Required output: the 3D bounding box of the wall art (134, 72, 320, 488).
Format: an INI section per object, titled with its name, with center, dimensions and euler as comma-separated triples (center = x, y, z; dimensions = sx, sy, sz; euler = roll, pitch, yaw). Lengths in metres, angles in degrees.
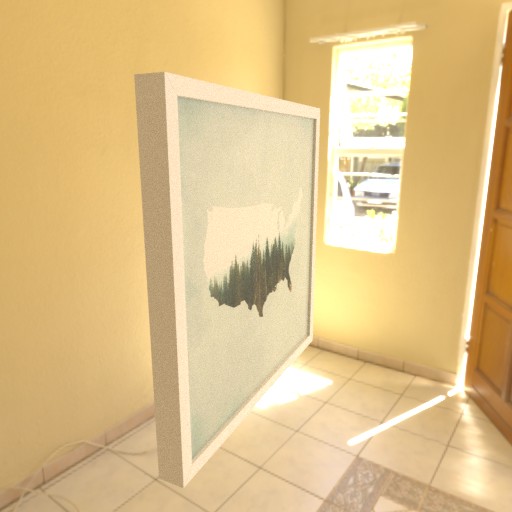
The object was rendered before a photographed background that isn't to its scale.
[wall art]
center = 0.000, 0.000, 0.448
dimensions = 0.024, 0.304, 0.304
euler = 7, 15, 25
